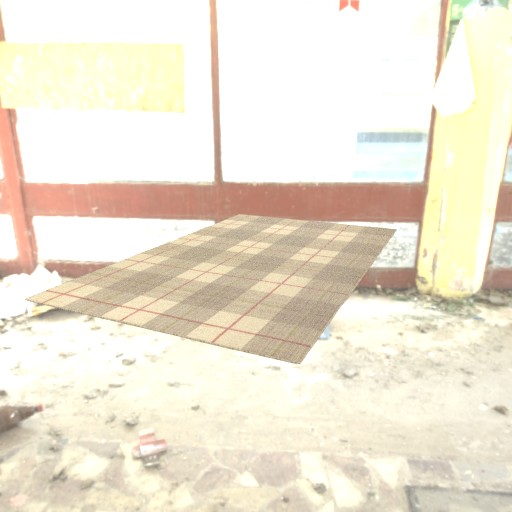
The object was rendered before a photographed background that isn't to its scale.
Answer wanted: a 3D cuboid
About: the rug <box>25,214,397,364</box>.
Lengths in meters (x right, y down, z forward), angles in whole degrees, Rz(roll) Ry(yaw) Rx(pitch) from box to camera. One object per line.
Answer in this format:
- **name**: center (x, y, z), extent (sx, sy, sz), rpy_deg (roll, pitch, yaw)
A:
- **rug**: center (0.000, 0.000, 3.075), extent (1.549, 0.010, 2.464), rpy_deg (8, 19, 24)
